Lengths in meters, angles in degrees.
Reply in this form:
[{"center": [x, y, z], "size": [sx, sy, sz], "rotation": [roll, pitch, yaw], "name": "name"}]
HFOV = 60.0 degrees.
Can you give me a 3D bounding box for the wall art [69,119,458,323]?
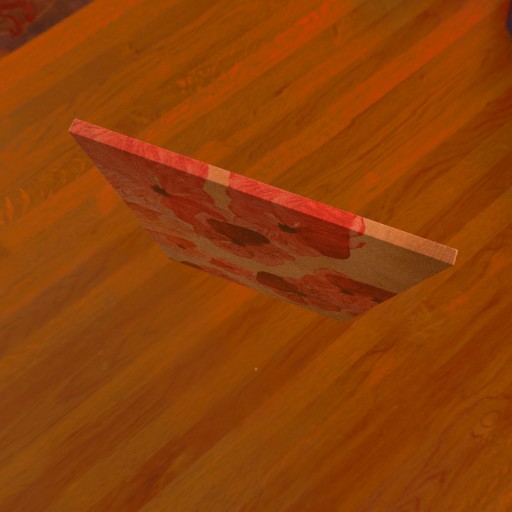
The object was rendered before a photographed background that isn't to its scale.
[{"center": [0.000, 0.000, 1.315], "size": [0.762, 1.015, 0.031], "rotation": [20, 77, 5], "name": "wall art"}]
